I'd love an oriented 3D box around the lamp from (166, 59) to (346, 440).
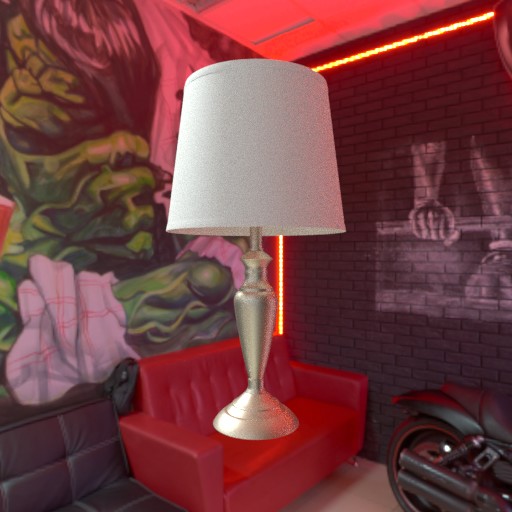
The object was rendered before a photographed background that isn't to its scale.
[{"bbox_3d":[0.000,0.000,0.826,0.328,0.619,0.328,0,0,0],"label":"lamp"}]
